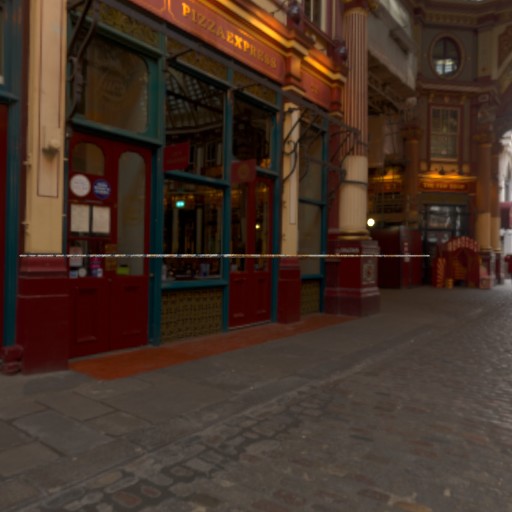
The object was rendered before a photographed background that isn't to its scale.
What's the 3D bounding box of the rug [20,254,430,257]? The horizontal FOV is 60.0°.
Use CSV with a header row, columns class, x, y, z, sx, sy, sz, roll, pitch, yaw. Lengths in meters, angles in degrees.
class,x,y,z,sx,sy,sz,roll,pitch,yaw
rug,0.000,0.000,2.297,1.230,0.008,1.827,0,0,37
